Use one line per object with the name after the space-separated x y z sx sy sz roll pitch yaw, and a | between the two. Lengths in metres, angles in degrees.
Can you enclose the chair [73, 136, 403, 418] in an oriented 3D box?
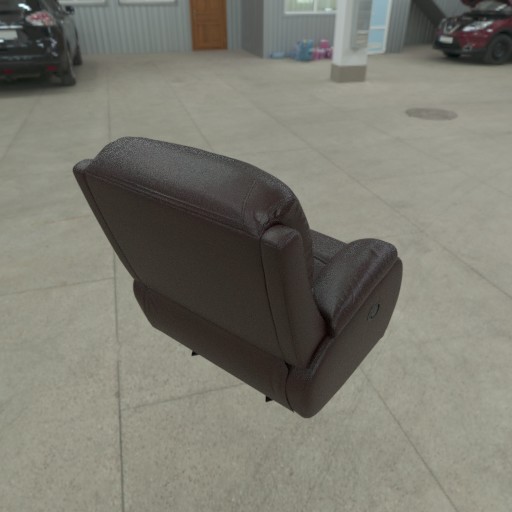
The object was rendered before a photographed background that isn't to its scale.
0.000 0.000 1.744 0.930 1.011 0.899 22 38 32 | chair
